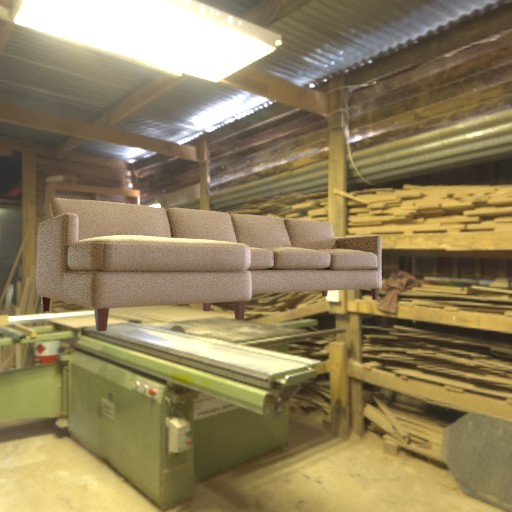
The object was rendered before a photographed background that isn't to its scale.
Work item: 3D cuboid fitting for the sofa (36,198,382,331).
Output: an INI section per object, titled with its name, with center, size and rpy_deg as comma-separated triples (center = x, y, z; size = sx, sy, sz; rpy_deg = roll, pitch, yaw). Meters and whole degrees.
[sofa]
center = 0.000, 0.000, 3.805
size = 3.201, 0.876, 1.502
rpy_deg = 1, -2, -37
